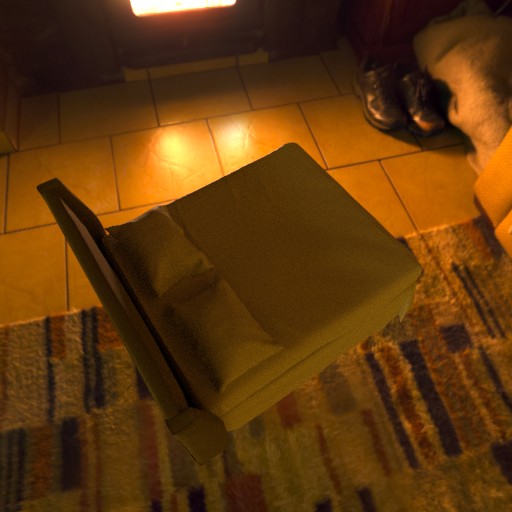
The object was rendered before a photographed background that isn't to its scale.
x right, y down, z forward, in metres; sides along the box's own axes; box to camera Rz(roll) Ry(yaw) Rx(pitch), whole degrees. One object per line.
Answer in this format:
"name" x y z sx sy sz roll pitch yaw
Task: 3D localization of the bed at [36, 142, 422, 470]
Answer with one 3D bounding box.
"bed" 0.000 0.000 3.406 2.276 1.332 1.925 -30 63 -17
